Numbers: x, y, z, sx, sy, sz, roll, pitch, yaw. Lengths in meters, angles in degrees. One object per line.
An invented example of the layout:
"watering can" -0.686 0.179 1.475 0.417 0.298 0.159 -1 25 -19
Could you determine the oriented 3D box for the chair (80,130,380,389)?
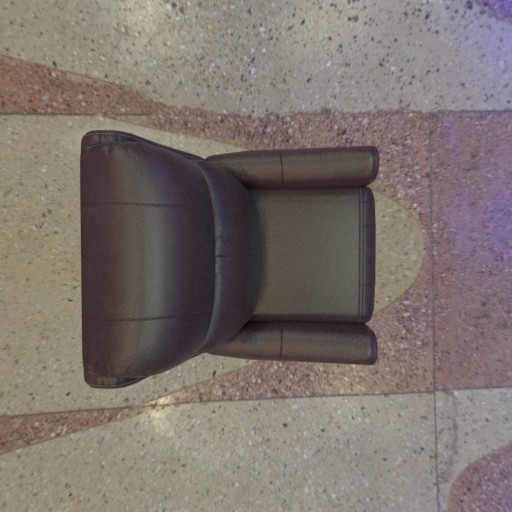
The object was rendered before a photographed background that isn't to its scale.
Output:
"chair" 0.000 0.000 1.718 1.014 1.054 0.838 0 92 -1
